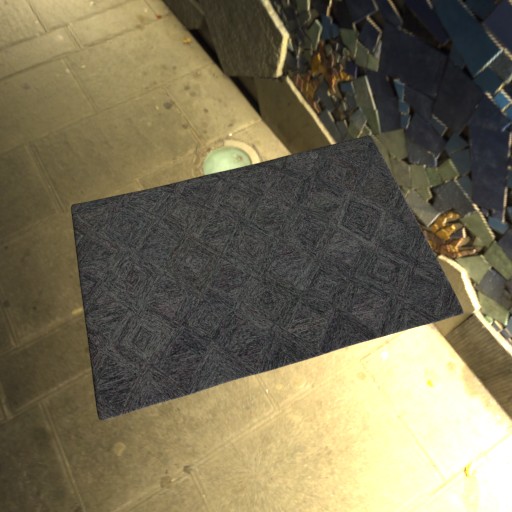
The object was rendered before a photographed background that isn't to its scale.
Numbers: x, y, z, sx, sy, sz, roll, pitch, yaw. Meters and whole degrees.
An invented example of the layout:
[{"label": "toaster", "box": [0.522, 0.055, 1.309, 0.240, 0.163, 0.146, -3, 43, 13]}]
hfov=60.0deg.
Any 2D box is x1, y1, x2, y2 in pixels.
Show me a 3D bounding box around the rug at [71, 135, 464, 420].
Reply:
[{"label": "rug", "box": [0.000, 0.000, 2.258, 1.752, 0.013, 1.158, -15, 65, -7]}]
